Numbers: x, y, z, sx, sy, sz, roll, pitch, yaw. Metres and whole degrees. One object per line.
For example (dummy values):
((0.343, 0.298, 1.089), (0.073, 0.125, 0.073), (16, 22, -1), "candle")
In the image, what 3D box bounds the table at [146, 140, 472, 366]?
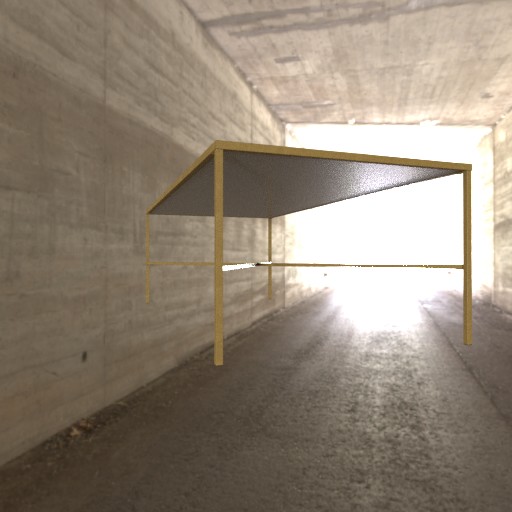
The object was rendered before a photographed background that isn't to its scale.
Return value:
((0.000, 0.000, 1.444), (0.580, 0.398, 1.206), (0, 0, -20), "table")
